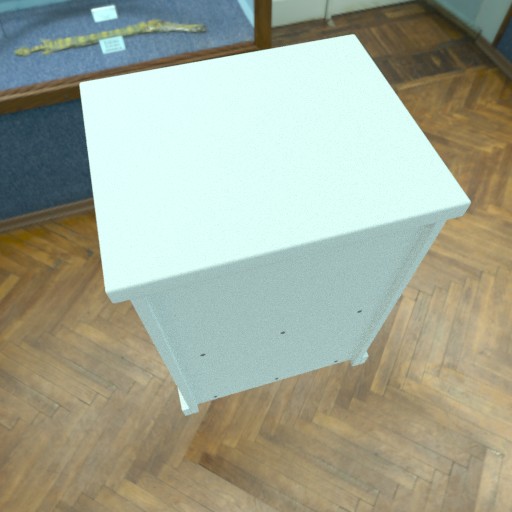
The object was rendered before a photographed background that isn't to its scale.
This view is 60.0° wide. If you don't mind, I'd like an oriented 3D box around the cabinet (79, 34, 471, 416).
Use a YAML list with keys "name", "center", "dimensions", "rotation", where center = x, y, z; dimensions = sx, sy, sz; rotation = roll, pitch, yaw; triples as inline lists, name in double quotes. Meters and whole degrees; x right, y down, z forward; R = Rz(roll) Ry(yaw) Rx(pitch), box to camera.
- name: "cabinet"
  center: [0.000, 0.000, 1.011]
  dimensions: [0.520, 0.723, 0.431]
  rotation: [-14, 59, -8]
